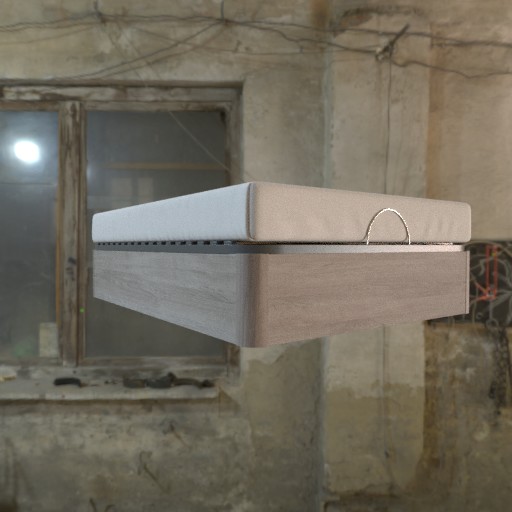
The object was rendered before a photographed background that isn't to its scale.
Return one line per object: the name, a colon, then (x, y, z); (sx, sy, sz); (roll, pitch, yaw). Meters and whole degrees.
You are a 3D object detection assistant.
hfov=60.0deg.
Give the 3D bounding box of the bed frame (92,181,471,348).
bed frame: (0.000, 0.000, 2.624); (1.400, 0.561, 1.900); (-1, 2, -35)
